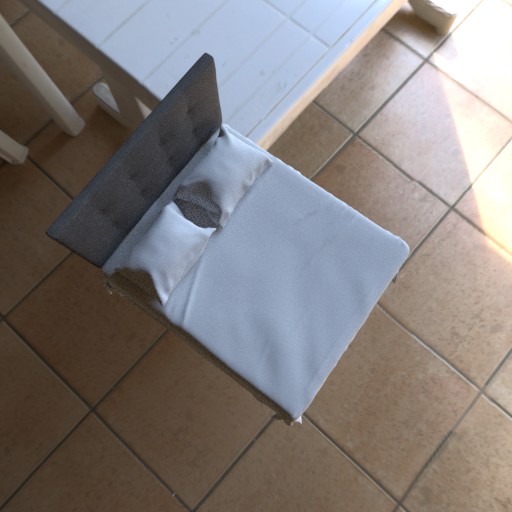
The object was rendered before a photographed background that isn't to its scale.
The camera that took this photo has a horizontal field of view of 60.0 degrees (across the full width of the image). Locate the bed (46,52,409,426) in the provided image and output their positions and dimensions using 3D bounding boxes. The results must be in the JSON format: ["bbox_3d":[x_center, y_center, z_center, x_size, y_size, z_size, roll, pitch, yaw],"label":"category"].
[{"bbox_3d":[0.000,0.000,3.494,2.222,1.577,1.936,35,78,8],"label":"bed"}]
